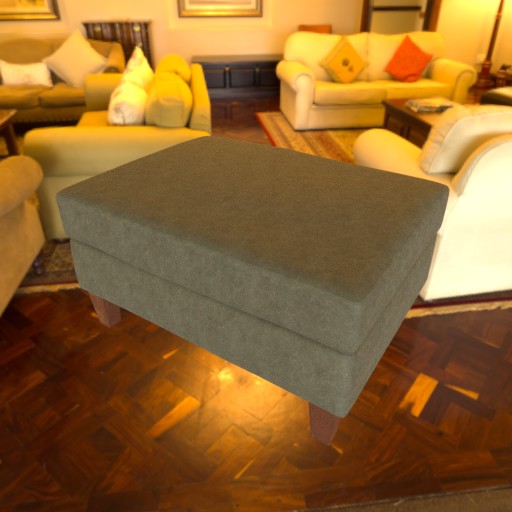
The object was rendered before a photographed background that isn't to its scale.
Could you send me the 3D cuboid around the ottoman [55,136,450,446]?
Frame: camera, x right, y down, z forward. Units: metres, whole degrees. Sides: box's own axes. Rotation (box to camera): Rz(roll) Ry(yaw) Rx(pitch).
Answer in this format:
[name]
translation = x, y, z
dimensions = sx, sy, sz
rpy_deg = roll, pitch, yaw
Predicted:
[ottoman]
translation = 0.000, 0.000, 1.253
dimensions = 0.839, 0.464, 0.639
rpy_deg = 19, 36, 28
